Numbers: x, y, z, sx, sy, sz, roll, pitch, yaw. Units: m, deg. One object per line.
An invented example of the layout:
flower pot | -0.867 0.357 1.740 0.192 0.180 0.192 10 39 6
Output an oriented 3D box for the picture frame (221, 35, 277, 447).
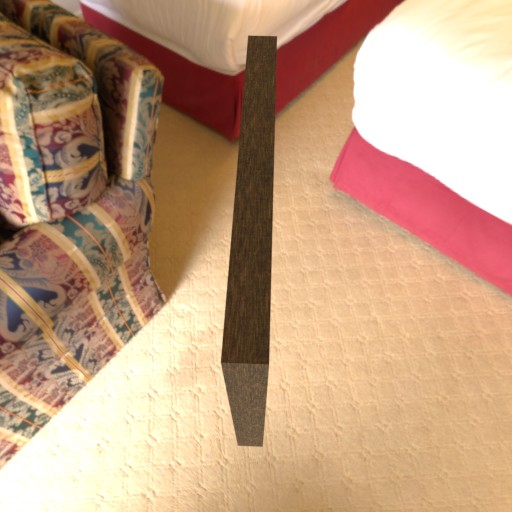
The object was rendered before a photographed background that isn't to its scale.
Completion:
picture frame | 0.000 0.000 0.538 0.033 0.330 0.378 2 58 1
